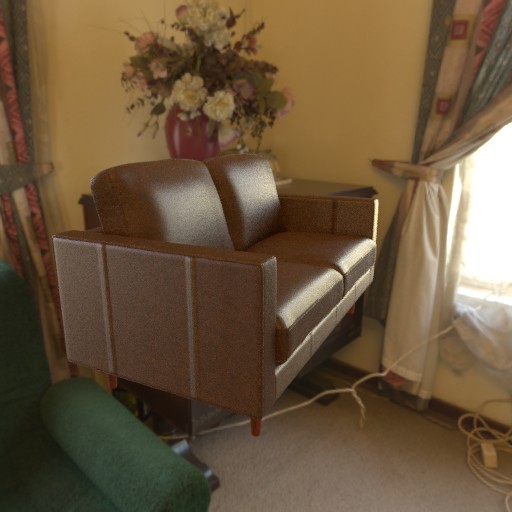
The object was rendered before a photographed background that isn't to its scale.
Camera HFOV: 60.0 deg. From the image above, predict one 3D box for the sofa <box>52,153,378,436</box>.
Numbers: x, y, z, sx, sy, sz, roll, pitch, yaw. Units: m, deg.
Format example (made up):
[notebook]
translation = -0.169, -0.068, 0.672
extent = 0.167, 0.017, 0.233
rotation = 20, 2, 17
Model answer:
[sofa]
translation = 0.000, 0.000, 2.177
extent = 0.909, 0.951, 1.578
rotation = 7, 17, 26
